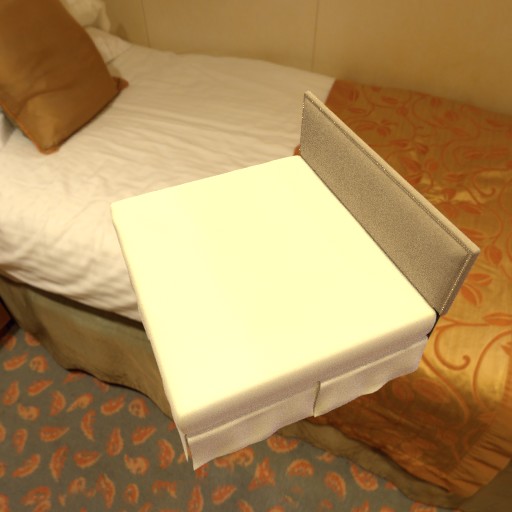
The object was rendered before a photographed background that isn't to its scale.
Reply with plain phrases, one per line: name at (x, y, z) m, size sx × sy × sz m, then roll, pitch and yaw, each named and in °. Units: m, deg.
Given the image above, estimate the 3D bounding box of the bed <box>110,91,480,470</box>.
bed at (0.000, 0.000, 3.412) m, size 1.914 × 1.346 × 2.170 m, roll -18°, pitch 50°, yaw -16°
